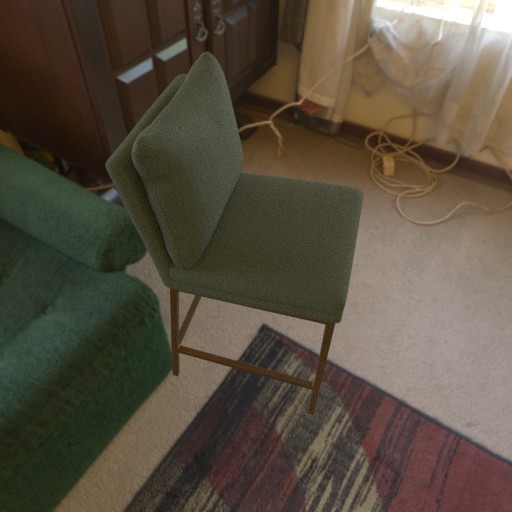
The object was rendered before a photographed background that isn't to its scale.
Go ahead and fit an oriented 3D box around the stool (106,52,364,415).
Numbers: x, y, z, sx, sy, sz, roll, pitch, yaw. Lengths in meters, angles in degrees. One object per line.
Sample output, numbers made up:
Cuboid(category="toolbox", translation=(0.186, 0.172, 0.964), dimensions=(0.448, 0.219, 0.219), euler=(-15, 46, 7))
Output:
Cuboid(category="stool", translation=(0.000, 0.000, 1.362), dimensions=(0.568, 1.032, 0.463), euler=(11, 49, 10))
